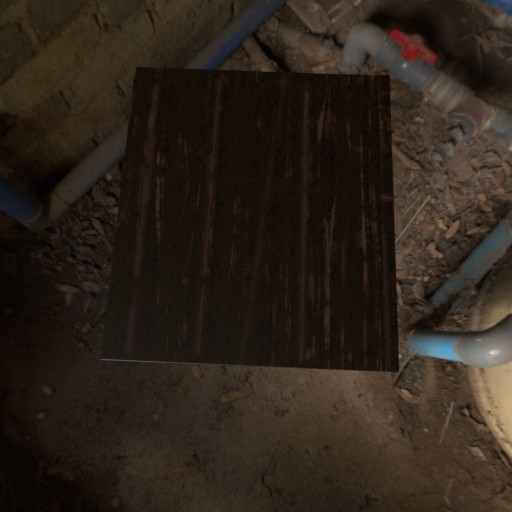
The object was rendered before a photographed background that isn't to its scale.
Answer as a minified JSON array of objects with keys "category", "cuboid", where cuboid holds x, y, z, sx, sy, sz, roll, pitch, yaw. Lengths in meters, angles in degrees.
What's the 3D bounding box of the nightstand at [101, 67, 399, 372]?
[{"category":"nightstand","cuboid":[0.000,0.000,0.843,0.356,0.559,0.400,2,77,1]}]
